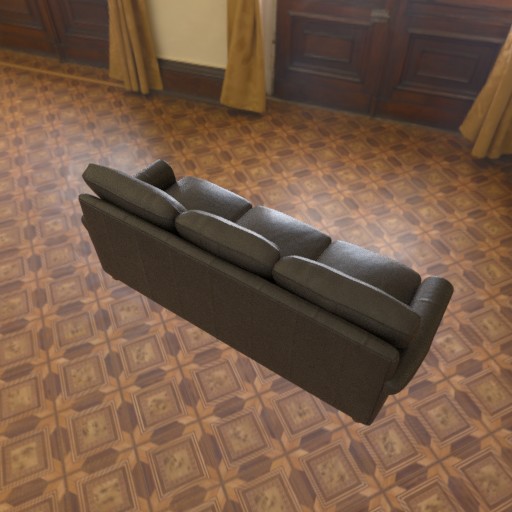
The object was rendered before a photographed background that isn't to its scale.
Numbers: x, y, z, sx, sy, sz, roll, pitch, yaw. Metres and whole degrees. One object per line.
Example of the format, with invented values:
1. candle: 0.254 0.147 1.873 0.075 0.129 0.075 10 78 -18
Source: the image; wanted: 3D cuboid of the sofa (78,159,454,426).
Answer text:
1. sofa: 0.000 0.000 2.947 2.387 0.977 0.974 26 51 23
